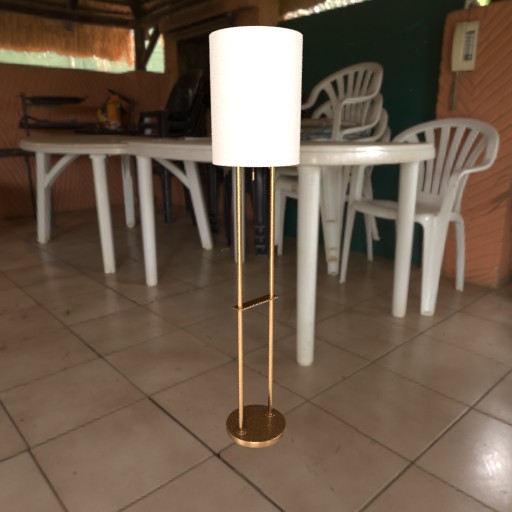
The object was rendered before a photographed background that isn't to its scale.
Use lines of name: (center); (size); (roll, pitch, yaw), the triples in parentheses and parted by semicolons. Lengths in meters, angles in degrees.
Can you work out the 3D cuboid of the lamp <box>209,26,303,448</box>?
lamp: (0.000, 0.000, 1.662); (0.306, 1.500, 0.305); (-14, 21, -41)
